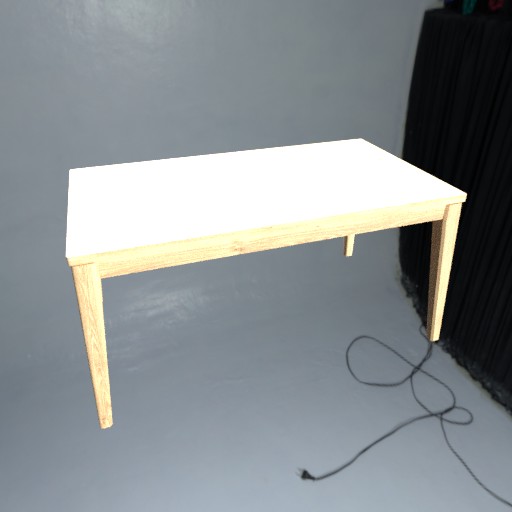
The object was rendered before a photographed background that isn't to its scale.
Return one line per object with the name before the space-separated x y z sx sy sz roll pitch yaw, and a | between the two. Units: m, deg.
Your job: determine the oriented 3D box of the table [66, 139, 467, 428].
table | 0.000 0.000 2.127 1.600 0.760 0.900 -10 32 -16
